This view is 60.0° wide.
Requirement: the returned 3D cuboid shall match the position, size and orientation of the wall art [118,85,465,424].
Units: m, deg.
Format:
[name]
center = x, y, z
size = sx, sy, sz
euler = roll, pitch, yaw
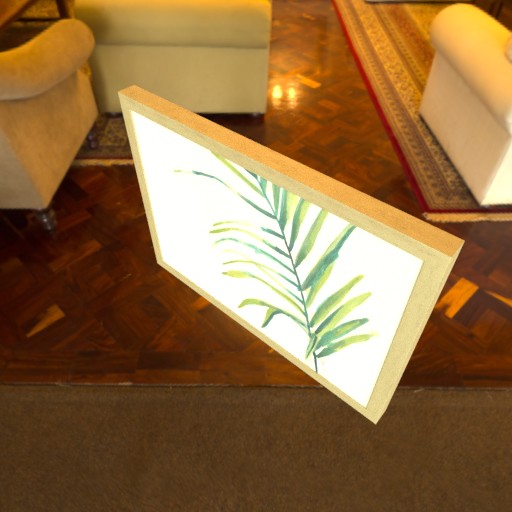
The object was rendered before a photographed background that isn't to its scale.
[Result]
[wall art]
center = 0.000, 0.000, 0.697
size = 0.532, 0.380, 0.032
euler = 32, 54, 27
